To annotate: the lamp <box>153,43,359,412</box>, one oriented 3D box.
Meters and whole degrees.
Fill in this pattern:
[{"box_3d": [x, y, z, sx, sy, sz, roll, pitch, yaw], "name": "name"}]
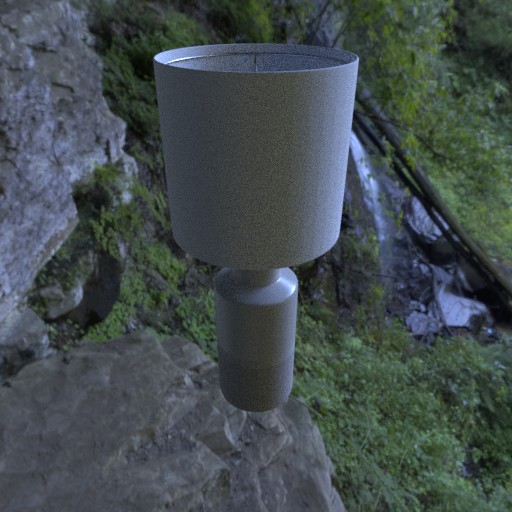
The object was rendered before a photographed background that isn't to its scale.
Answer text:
[{"box_3d": [0.000, 0.000, 0.593, 0.212, 0.493, 0.212, 0, 32, 0], "name": "lamp"}]
